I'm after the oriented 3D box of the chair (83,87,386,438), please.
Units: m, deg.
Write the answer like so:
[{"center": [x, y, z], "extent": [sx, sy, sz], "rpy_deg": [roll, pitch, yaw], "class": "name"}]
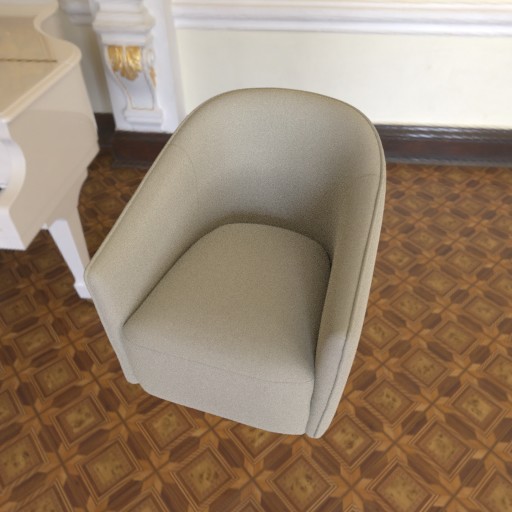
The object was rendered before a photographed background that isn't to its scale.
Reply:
[{"center": [0.000, 0.000, 1.470], "extent": [0.747, 0.799, 0.875], "rpy_deg": [12, 44, 13], "class": "chair"}]
